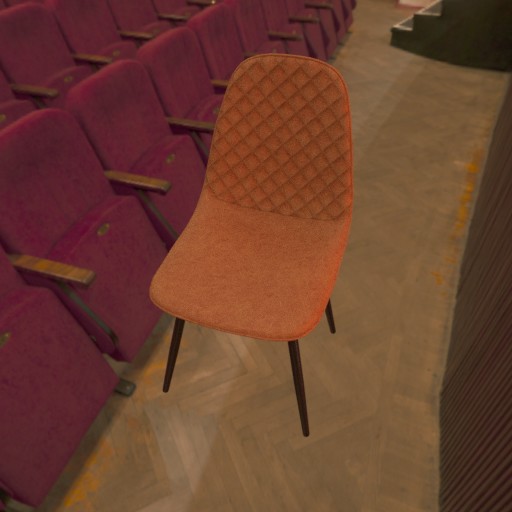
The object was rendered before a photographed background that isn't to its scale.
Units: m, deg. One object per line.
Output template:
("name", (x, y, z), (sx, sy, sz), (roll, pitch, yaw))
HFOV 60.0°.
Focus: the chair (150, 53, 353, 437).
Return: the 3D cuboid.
("chair", (0.000, 0.000, 1.206), (0.472, 0.889, 0.561), (12, 42, 14))
